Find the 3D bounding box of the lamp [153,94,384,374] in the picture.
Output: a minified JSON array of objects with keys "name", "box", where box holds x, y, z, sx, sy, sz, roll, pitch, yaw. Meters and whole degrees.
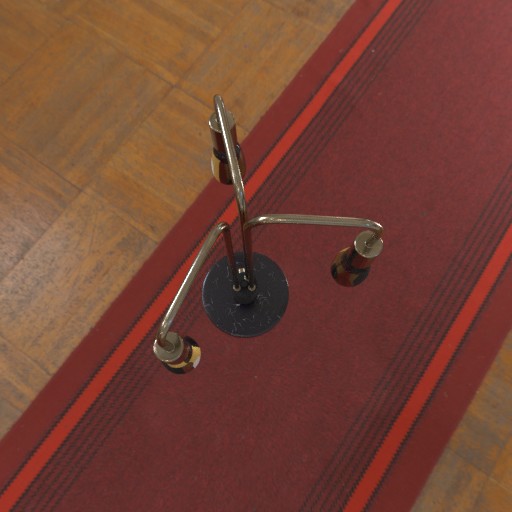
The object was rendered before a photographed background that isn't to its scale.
[{"name":"lamp","box":[0.000,0.000,0.802,0.355,0.560,0.368,-10,75,-3]}]
